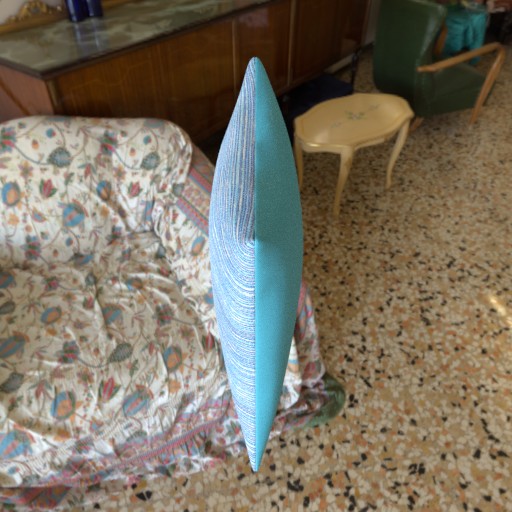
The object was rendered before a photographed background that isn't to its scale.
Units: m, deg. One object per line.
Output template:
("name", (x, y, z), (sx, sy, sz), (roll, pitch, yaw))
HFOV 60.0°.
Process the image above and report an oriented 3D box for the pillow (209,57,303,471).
("pillow", (0.000, 0.000, 0.758), (0.150, 0.497, 0.514), (0, 41, 0))
